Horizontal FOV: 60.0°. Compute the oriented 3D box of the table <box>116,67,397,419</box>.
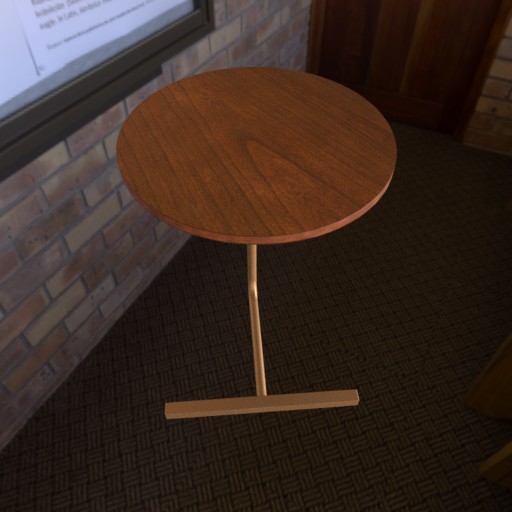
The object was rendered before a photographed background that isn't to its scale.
[{"bbox_3d":[0.000,0.000,1.120,0.530,0.706,0.577,-3,47,-3],"label":"table"}]
